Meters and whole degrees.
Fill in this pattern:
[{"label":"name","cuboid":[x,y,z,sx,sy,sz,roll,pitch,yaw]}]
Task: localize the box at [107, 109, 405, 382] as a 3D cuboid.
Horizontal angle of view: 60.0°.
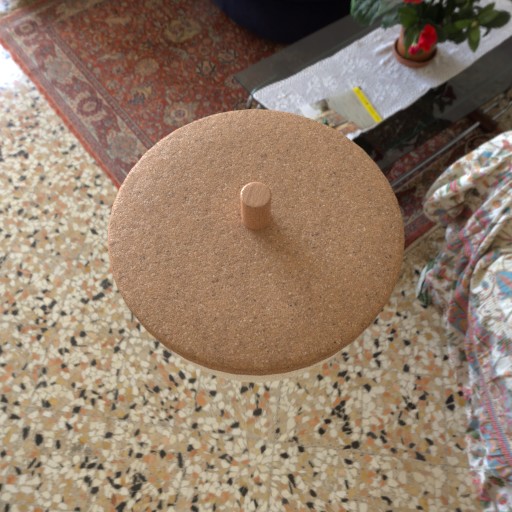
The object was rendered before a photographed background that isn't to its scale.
[{"label":"box","cuboid":[0.000,0.000,0.187,0.107,0.094,0.107,0,65,0]}]
